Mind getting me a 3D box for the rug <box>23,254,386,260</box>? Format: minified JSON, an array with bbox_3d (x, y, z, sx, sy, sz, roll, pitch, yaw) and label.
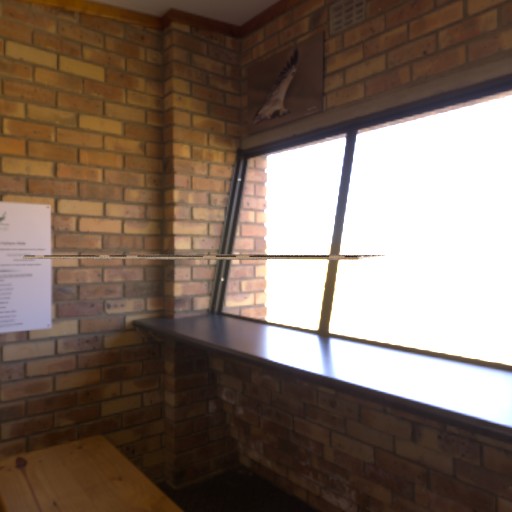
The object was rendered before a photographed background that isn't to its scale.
[{"bbox_3d":[0.000,0.000,2.921,1.555,0.016,2.286,0,0,19],"label":"rug"}]
